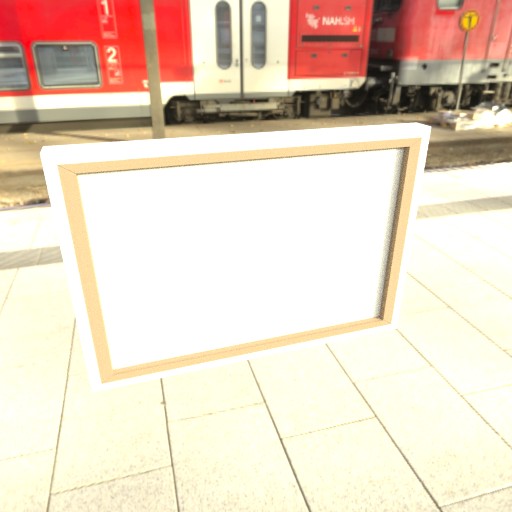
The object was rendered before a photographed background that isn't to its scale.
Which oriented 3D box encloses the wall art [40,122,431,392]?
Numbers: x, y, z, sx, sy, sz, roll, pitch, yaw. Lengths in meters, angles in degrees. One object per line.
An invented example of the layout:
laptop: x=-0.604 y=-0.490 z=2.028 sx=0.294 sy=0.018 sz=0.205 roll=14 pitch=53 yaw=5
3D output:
wall art: x=0.000 y=0.000 z=0.774 sx=0.608 sy=0.414 sz=0.042 roll=-8 pitch=28 yaw=-16
